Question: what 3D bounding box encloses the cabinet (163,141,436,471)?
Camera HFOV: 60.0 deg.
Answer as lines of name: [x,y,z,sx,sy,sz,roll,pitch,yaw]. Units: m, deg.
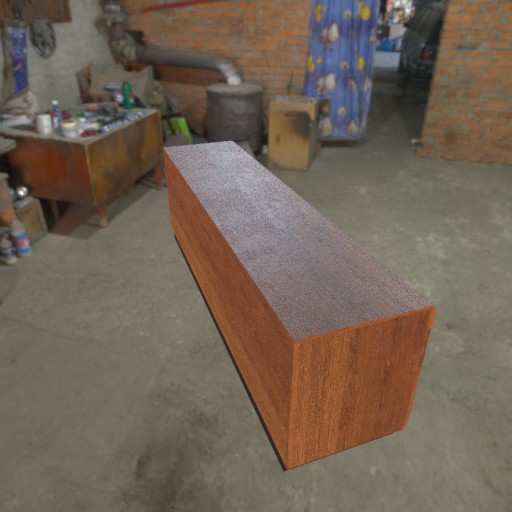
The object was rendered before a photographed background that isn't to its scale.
cabinet: [0.000,0.000,1.811,0.419,0.510,1.600,-10,31,-18]
